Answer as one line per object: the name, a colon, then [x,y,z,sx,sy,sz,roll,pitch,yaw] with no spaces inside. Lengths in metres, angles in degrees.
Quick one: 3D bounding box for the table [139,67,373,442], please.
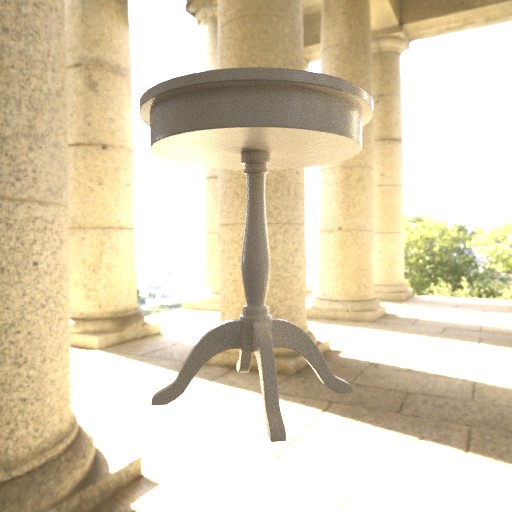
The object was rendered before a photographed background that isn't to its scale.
table: [0.000,0.000,1.012,0.513,0.653,0.513,0,2,0]
